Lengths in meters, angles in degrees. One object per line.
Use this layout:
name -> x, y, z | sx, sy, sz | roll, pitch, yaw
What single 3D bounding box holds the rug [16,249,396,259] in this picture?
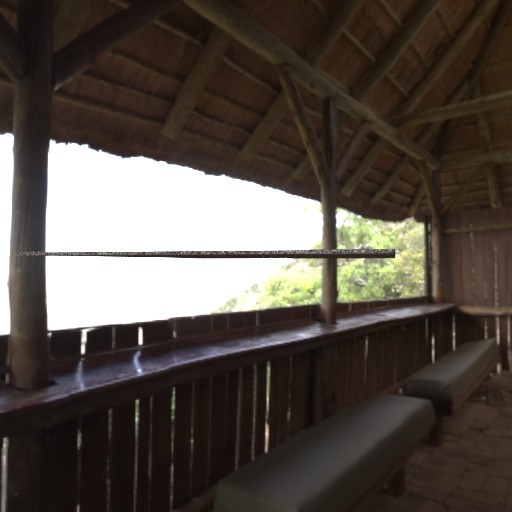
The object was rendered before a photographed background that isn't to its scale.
rug -> 0.000, 0.000, 4.003 | 2.401, 0.025, 3.000 | 0, -1, 17
